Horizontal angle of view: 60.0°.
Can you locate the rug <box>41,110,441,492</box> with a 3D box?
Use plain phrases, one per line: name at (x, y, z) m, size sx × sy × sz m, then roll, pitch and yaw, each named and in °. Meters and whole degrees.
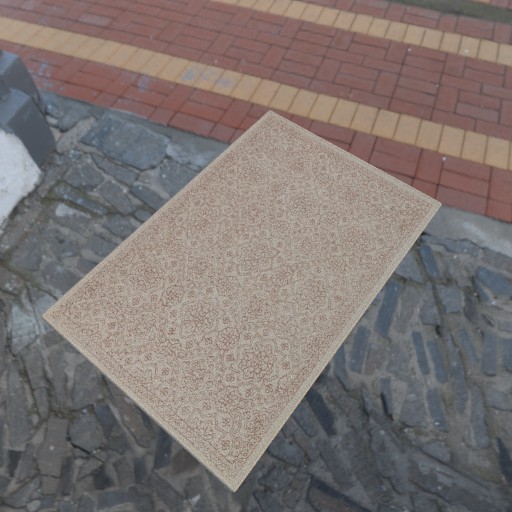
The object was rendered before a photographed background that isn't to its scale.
rug at (0.000, 0.000, 2.315) m, size 1.219 × 0.010 × 1.829 m, roll 34°, pitch 65°, yaw 18°
